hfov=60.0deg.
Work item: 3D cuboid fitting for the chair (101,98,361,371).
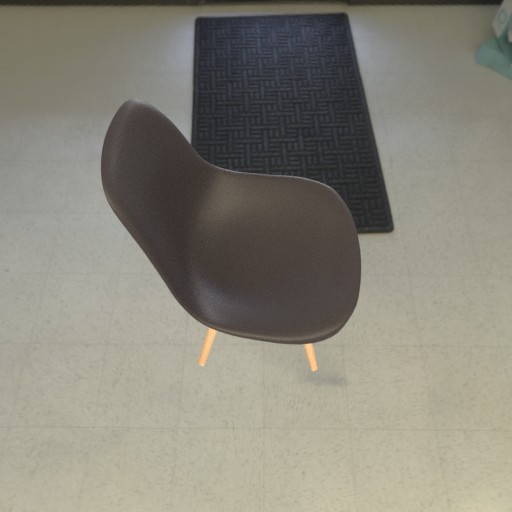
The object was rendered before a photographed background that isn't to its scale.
[{"bbox_3d":[0.000,0.000,1.135,0.533,0.825,0.470,3,62,1],"label":"chair"}]
